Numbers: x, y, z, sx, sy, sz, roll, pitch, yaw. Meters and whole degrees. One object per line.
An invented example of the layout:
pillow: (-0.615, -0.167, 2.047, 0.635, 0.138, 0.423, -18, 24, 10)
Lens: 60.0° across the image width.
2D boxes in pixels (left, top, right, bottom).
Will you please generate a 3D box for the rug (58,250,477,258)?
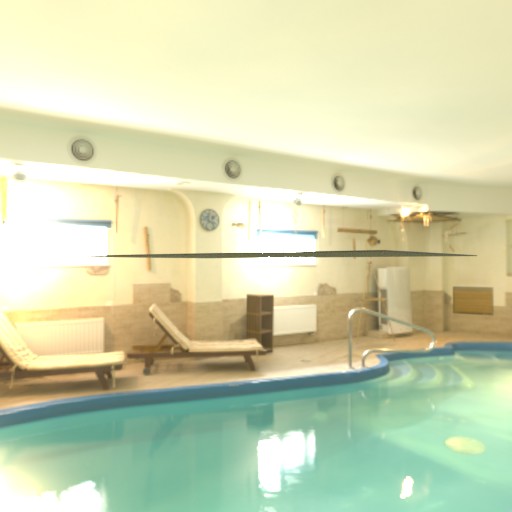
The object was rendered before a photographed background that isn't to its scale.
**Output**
rug: (0.000, 0.000, 3.018, 2.440, 0.007, 1.525, -1, -1, 38)
